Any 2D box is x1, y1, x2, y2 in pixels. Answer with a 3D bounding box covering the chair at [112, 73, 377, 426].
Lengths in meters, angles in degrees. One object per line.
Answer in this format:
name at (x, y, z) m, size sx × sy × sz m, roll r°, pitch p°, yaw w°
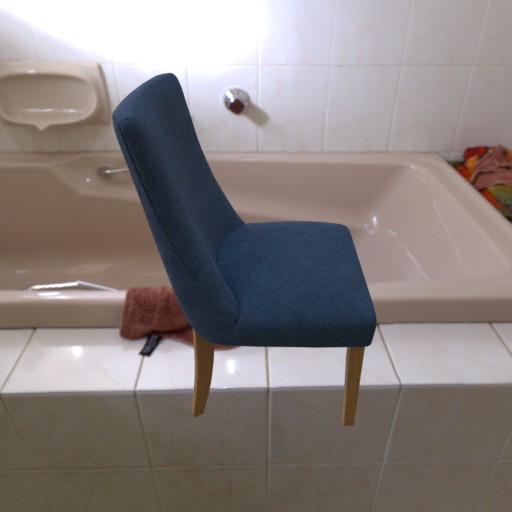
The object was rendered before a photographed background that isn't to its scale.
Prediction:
chair at (0.000, 0.000, 1.256) m, size 0.609 × 0.902 × 0.495 m, roll 1°, pitch 32°, yaw 1°
